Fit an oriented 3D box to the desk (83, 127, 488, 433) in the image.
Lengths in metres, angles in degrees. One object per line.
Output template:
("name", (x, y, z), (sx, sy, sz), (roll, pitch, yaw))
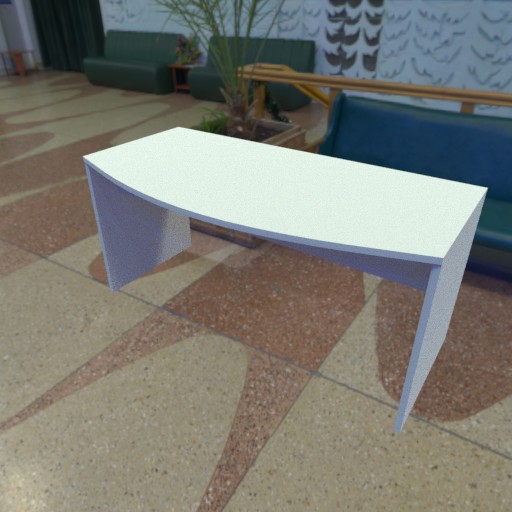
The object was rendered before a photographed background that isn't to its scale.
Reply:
("desk", (0.000, 0.000, 1.991), (1.600, 0.750, 0.802), (19, 36, 29))
